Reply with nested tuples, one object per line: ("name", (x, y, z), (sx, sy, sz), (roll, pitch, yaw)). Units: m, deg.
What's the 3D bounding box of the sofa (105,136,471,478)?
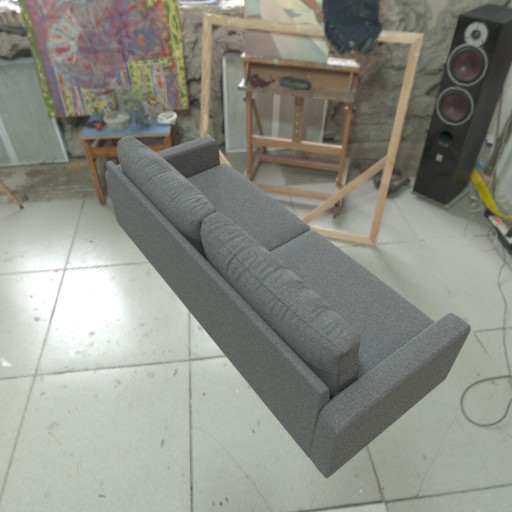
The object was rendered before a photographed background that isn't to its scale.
("sofa", (0.000, 0.000, 2.568), (0.880, 0.880, 2.200), (-26, 49, -26))
